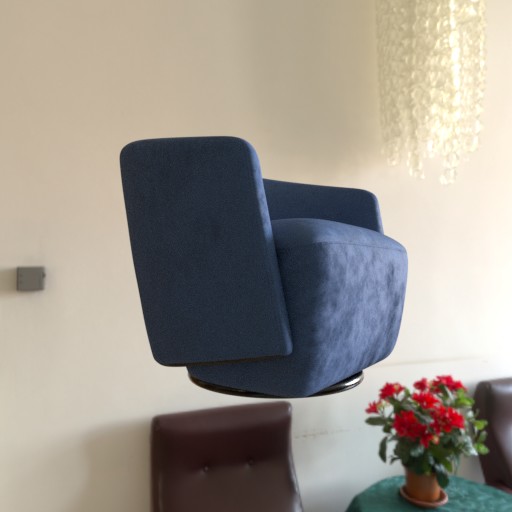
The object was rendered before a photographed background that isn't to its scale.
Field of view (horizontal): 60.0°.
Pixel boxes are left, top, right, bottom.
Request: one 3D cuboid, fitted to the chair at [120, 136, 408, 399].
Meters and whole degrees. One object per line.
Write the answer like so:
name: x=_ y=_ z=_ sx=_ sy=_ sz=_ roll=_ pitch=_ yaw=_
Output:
chair: x=0.000 y=0.000 z=1.345 sx=0.767 sy=0.698 sz=0.773 roll=-1 pitch=-3 yaw=35
